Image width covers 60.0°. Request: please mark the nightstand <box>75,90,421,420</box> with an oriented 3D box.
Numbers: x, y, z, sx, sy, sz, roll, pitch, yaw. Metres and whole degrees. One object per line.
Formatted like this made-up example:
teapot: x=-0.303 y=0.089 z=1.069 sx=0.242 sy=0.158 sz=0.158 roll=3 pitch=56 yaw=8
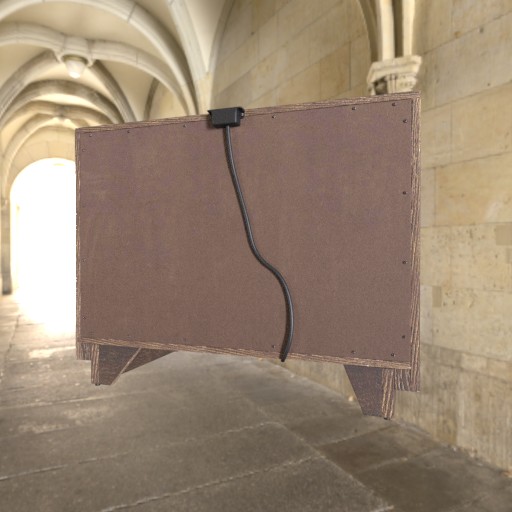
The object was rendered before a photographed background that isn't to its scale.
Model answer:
nightstand: x=0.000 y=0.000 z=1.130 sx=0.775 sy=0.612 sz=0.457 roll=0 pitch=1 yaw=19
